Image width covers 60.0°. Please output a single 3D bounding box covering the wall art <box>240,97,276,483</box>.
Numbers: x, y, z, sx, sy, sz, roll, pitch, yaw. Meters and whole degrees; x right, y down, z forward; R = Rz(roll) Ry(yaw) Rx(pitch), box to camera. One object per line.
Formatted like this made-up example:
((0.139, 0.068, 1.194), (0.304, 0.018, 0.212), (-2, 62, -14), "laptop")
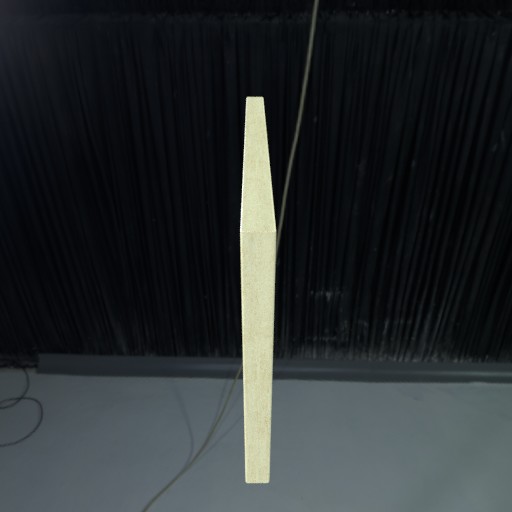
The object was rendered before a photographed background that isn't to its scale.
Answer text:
((0.000, 0.000, 0.716), (0.032, 0.381, 0.533), (0, 32, 0), "wall art")
